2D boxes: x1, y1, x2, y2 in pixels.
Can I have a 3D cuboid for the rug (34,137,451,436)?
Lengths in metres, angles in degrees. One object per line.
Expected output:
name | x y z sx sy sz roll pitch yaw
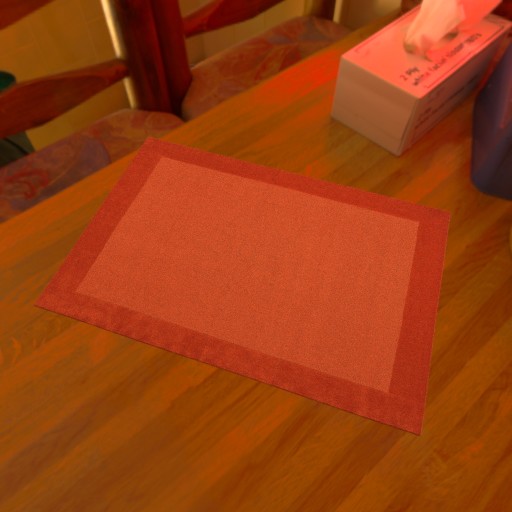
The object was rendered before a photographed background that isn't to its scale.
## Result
rug | 0.000 0.000 2.270 1.829 0.014 1.219 16 59 10
